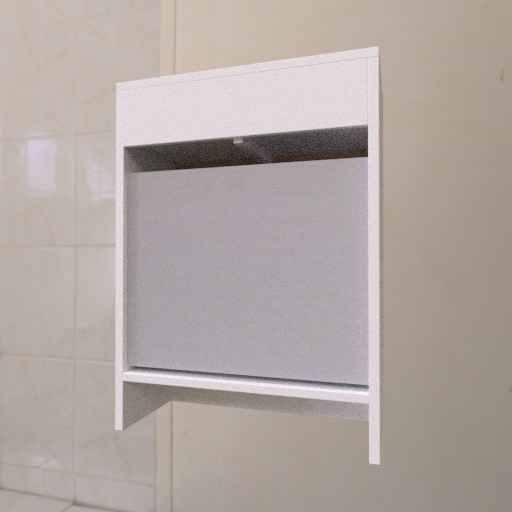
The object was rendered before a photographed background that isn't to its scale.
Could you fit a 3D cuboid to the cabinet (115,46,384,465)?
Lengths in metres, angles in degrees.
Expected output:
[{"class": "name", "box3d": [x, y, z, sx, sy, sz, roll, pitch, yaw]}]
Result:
[{"class": "cabinet", "box3d": [0.000, 0.000, 1.093, 0.600, 0.815, 0.296, 0, -1, 18]}]
